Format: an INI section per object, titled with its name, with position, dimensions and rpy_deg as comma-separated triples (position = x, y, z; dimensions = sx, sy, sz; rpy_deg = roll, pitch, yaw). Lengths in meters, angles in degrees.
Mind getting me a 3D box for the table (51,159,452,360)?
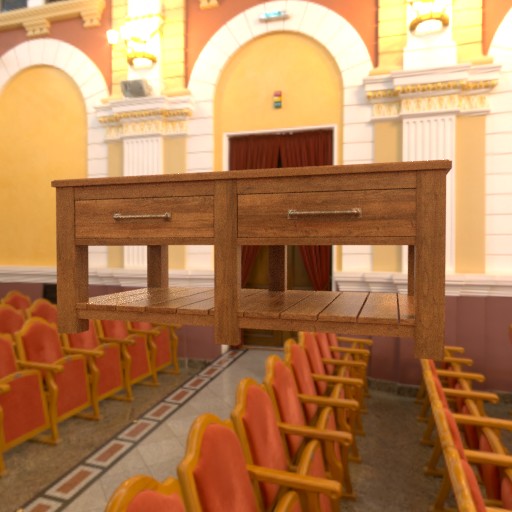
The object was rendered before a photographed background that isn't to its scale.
[table]
position = 0.000, 0.000, 1.504
dimensions = 1.150, 0.480, 0.635
rpy_deg = 0, 2, 17
